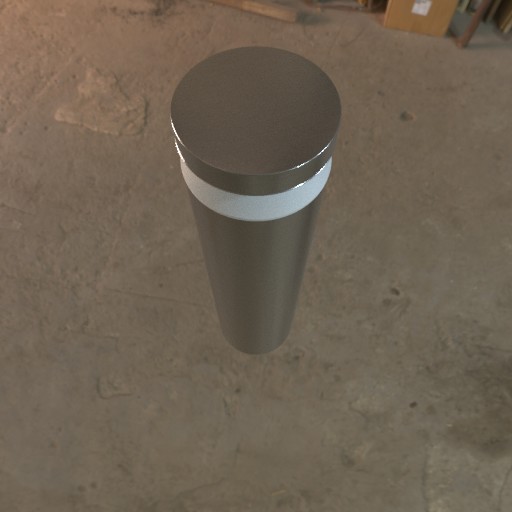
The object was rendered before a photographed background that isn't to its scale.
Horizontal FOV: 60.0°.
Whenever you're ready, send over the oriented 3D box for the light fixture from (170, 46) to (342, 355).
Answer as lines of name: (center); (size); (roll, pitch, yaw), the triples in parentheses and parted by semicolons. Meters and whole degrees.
light fixture: (0.000, 0.000, 0.438); (0.102, 0.400, 0.102); (-15, 65, -7)
